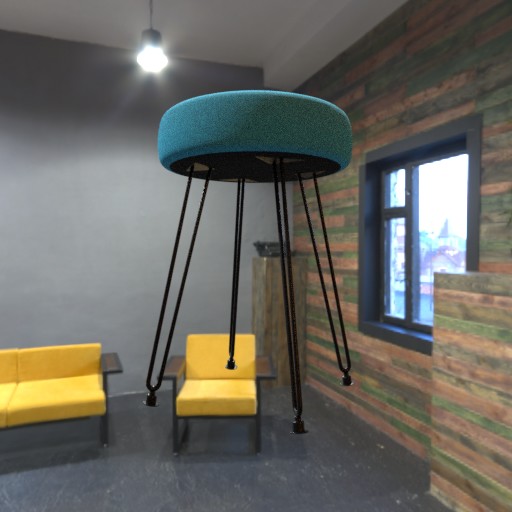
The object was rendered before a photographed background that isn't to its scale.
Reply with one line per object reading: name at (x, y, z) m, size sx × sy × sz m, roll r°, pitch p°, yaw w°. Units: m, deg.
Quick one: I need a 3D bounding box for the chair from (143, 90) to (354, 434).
chair at (0.000, 0.000, 0.703) m, size 0.350 × 0.440 × 0.350 m, roll 0°, pitch 1°, yaw -18°
